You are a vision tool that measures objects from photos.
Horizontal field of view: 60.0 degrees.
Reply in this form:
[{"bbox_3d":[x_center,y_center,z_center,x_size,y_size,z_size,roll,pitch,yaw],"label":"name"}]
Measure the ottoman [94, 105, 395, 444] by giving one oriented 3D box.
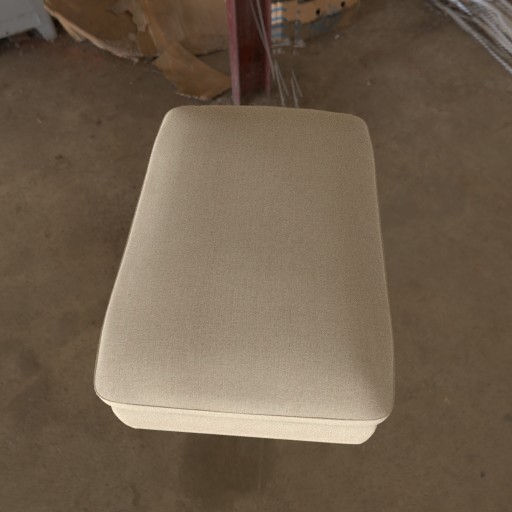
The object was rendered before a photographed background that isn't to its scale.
[{"bbox_3d":[0.000,0.000,1.328,0.686,0.453,0.984,3,57,2],"label":"ottoman"}]
